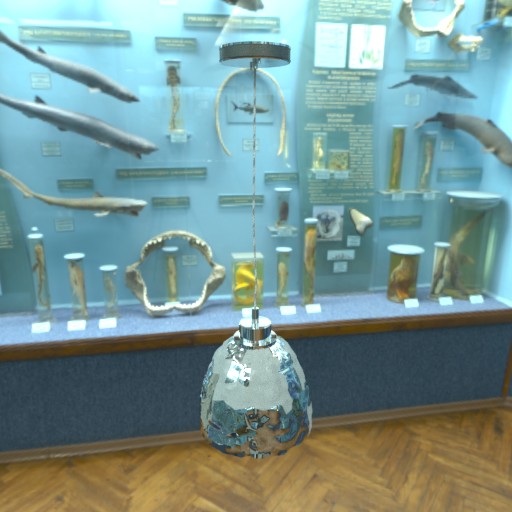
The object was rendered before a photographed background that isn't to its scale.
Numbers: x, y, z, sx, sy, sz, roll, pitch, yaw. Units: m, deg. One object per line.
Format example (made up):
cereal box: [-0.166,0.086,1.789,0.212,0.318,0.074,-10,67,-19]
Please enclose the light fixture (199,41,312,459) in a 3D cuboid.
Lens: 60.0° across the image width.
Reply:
light fixture: [0.000,0.000,1.756,0.500,1.511,0.496,-2,16,-8]
